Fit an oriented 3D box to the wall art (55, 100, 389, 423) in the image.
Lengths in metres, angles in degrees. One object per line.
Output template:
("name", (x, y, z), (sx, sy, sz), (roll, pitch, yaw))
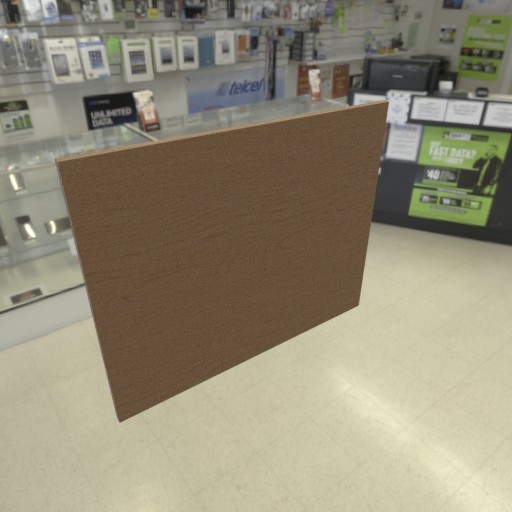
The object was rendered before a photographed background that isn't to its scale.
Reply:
("wall art", (0.000, 0.000, 0.691), (0.508, 0.406, 0.013), (-20, 36, -29))
